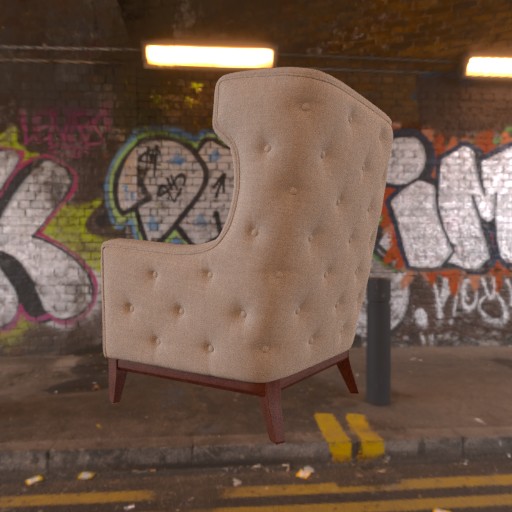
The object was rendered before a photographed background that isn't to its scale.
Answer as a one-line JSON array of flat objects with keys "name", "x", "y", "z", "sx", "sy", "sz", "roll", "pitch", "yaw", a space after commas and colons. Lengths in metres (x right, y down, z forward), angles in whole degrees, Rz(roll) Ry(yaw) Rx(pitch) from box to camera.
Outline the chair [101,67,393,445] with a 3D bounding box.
[{"name": "chair", "x": 0.000, "y": 0.000, "z": 1.665, "sx": 0.899, "sy": 1.079, "sz": 0.778, "roll": 0, "pitch": 1, "yaw": 36}]
